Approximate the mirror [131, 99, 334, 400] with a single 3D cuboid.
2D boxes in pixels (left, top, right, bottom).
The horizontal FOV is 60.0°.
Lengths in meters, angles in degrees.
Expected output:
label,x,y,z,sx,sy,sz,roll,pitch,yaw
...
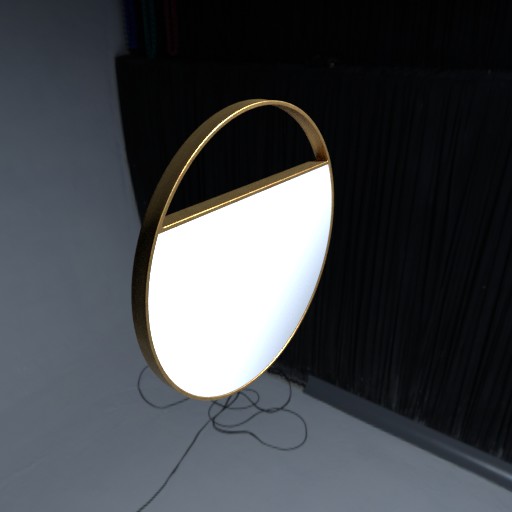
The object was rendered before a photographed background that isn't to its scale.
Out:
label,x,y,z,sx,sy,sz,roll,pitch,yaw
mirror,0.000,0.000,0.849,0.032,0.565,0.565,18,31,33
